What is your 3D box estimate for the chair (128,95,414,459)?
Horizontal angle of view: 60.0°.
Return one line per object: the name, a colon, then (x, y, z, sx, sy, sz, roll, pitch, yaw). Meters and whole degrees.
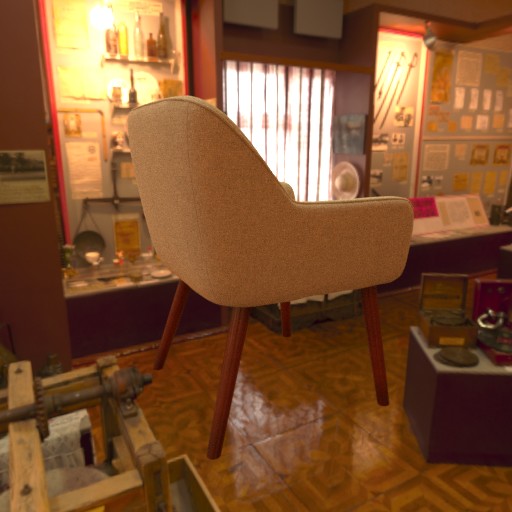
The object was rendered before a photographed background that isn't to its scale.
chair: (0.000, 0.000, 1.270, 0.610, 0.813, 0.610, -7, 16, -27)
